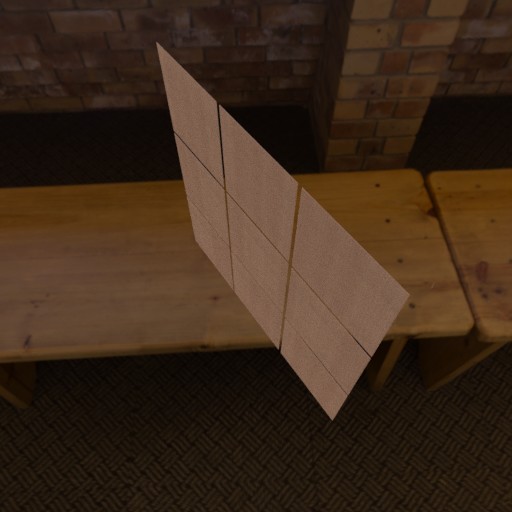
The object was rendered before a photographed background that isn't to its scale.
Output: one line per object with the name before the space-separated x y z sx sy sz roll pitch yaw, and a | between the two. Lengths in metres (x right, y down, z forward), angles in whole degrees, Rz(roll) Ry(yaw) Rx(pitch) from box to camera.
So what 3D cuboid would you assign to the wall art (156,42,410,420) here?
wall art | 0.000 0.000 2.222 0.002 1.505 1.517 -30 62 -18
